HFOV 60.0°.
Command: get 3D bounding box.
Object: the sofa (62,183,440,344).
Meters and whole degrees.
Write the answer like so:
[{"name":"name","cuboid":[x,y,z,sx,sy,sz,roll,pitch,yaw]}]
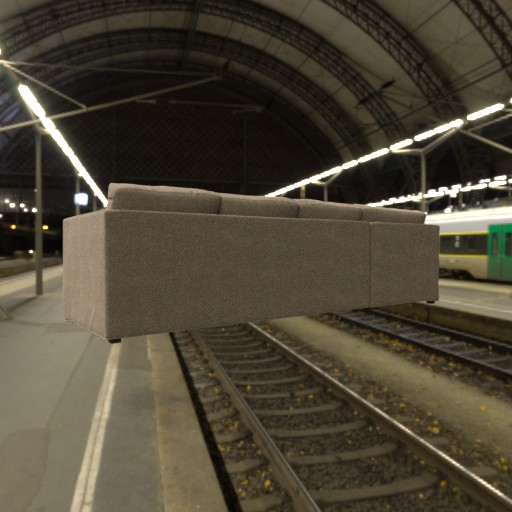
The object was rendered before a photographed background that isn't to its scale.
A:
[{"name":"sofa","cuboid":[0.000,0.000,3.950,3.205,0.922,1.650,-1,2,-36]}]
